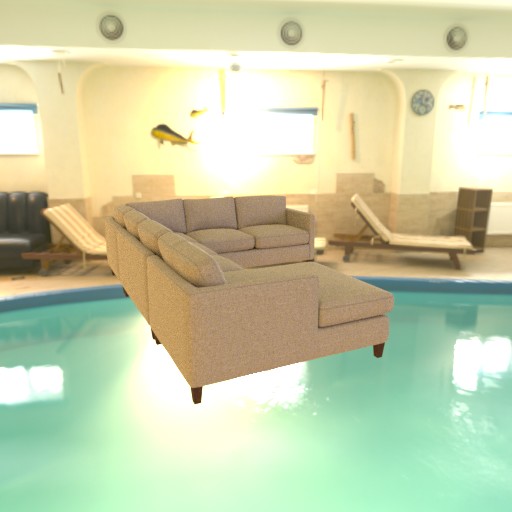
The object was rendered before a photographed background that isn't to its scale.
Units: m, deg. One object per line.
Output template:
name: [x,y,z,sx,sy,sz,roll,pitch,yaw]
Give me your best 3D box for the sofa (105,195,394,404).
sofa: [0.000,0.000,4.664,2.593,0.959,3.460,-6,15,-25]
